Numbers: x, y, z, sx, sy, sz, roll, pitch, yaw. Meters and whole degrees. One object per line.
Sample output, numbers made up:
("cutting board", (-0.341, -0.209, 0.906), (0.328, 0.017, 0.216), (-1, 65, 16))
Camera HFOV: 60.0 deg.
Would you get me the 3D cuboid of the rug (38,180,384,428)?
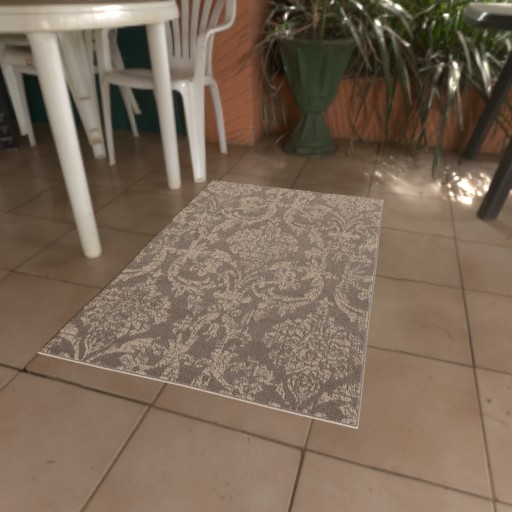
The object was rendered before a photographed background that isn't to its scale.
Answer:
("rug", (0.000, 0.000, 2.293), (1.206, 0.012, 1.824), (9, 33, 14))
